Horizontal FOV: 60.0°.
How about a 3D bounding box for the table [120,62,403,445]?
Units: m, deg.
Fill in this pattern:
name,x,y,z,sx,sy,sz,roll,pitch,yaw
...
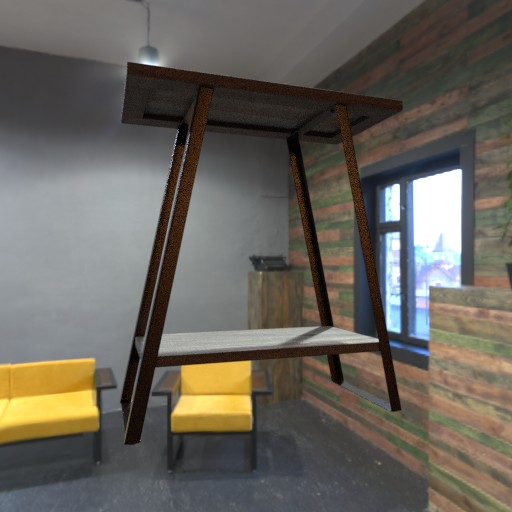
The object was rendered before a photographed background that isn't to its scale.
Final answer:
name,x,y,z,sx,sy,sz,roll,pitch,yaw
table,0.000,0.000,1.039,0.599,0.701,0.300,0,-1,-19
